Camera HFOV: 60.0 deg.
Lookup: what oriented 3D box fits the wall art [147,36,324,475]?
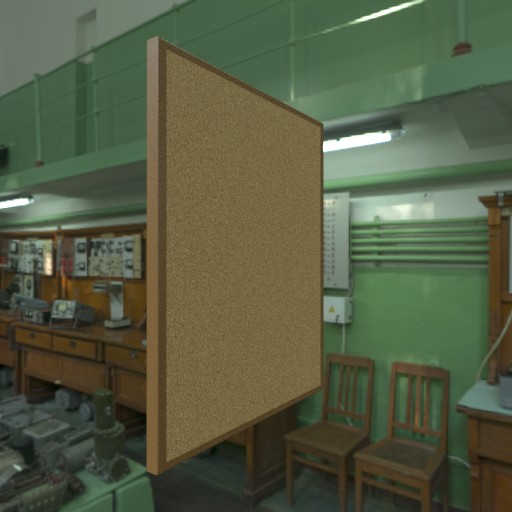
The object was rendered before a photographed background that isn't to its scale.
[{"bbox_3d":[0.000,0.000,0.741,0.021,0.550,0.449,0,0,36],"label":"wall art"}]
